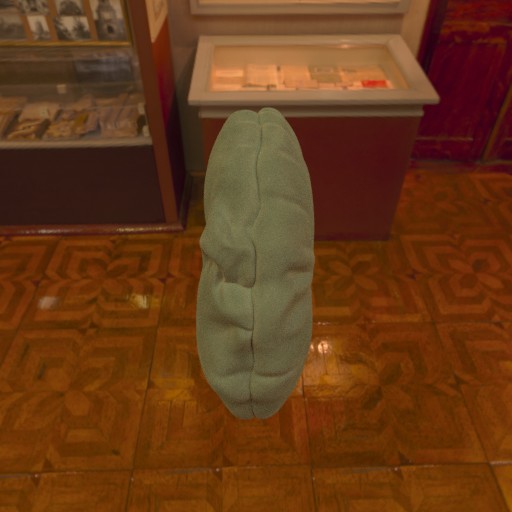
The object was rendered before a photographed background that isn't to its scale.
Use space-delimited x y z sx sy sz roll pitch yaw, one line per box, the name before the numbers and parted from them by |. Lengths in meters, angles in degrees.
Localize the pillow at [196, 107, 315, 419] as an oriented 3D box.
pillow | 0.000 0.000 0.647 0.148 0.407 0.428 0 42 1
